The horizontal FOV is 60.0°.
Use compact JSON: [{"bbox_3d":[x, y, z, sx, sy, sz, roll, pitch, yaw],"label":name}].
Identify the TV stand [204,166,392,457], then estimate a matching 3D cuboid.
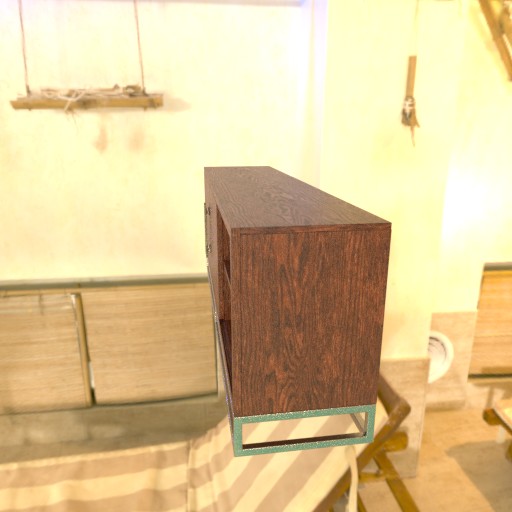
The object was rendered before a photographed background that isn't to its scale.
[{"bbox_3d":[0.000,0.000,1.767,0.382,0.578,1.541,-2,16,-8],"label":"TV stand"}]
